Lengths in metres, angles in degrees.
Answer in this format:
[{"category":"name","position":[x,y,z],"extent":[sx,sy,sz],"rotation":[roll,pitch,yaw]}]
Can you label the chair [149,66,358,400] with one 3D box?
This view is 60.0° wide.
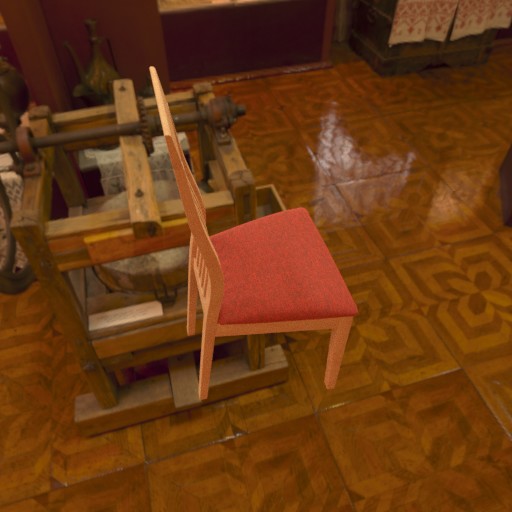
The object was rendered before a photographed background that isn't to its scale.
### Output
[{"category":"chair","position":[0.000,0.000,1.287],"extent":[0.474,1.027,0.460],"rotation":[-11,48,-10]}]
